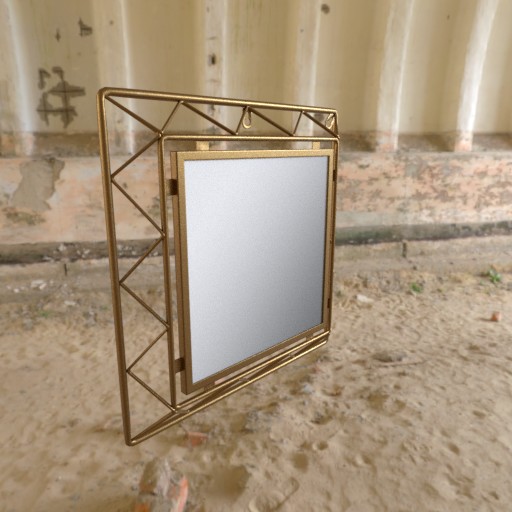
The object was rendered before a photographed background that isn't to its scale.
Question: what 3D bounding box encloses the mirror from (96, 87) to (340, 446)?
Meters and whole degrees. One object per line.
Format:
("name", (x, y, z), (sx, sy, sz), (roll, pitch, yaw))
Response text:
("mirror", (0.000, 0.000, 0.617), (0.046, 0.414, 0.416), (13, 19, 43))
